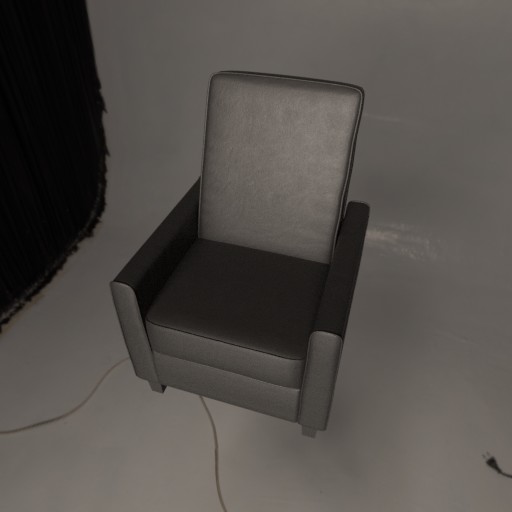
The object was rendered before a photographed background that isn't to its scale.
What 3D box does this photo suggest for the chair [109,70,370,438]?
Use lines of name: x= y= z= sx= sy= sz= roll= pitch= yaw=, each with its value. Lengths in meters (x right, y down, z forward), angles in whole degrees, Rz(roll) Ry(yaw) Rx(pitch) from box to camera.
chair: x=0.000 y=0.000 z=1.538 sx=0.705 sy=1.013 sz=0.746 roll=12 pitch=43 yaw=13
